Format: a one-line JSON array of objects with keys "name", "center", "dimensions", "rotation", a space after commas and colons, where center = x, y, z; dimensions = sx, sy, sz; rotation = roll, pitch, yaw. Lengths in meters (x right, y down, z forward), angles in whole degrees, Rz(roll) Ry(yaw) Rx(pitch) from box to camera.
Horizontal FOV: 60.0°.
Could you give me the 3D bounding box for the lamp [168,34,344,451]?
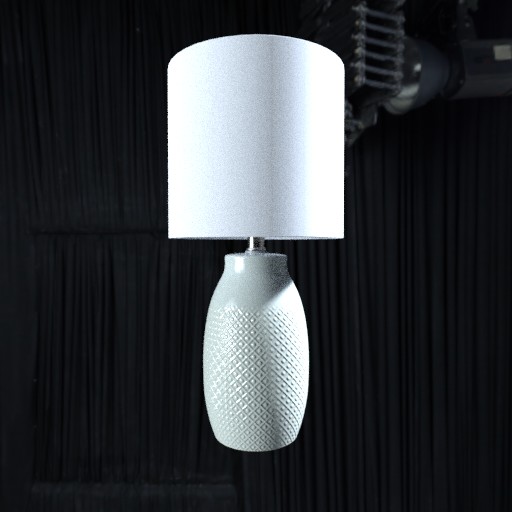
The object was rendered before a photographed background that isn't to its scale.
[{"name": "lamp", "center": [0.000, 0.000, 0.561], "dimensions": [0.217, 0.453, 0.217], "rotation": [0, 1, 0]}]
